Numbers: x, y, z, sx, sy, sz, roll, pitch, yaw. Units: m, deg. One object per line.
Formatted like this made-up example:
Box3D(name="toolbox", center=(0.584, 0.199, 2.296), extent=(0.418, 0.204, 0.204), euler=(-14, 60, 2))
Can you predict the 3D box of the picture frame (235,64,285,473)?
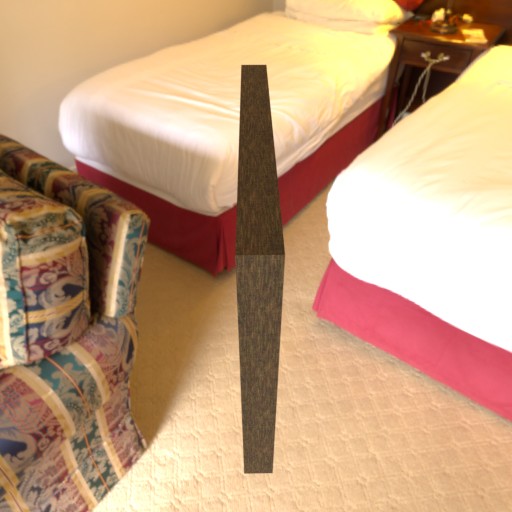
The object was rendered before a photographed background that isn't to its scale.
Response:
Box3D(name="picture frame", center=(0.000, 0.000, 0.542), extent=(0.033, 0.330, 0.378), euler=(-1, 41, -1))
